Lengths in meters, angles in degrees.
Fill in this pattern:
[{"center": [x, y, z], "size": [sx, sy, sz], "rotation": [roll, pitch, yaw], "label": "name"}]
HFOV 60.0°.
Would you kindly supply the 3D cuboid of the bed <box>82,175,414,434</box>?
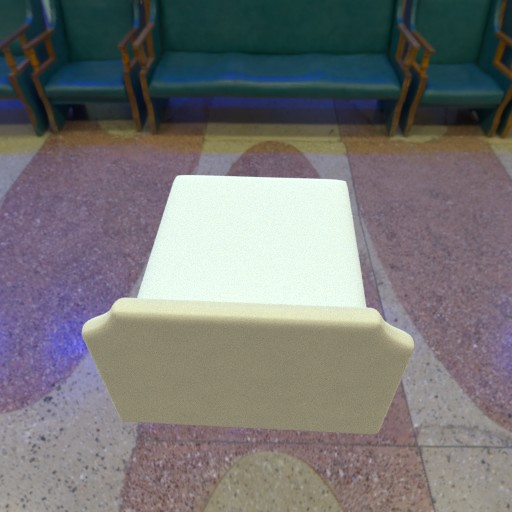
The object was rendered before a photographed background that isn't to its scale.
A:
[{"center": [0.000, 0.000, 3.455], "size": [1.827, 1.296, 2.209], "rotation": [2, 45, 2], "label": "bed"}]
